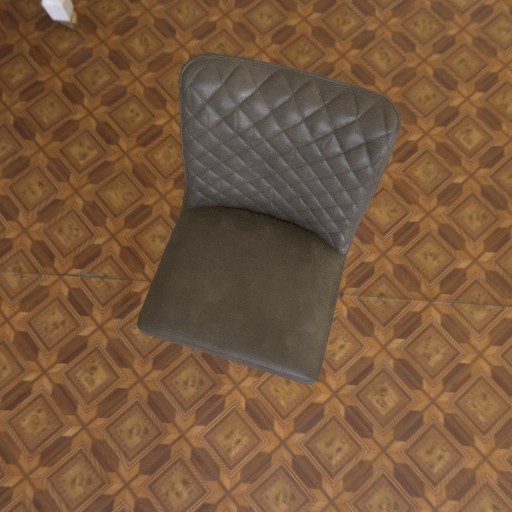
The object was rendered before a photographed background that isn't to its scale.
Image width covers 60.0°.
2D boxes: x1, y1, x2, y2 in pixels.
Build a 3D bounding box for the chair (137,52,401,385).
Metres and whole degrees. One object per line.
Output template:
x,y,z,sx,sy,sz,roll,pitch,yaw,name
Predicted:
0.000,0.000,1.238,0.508,0.889,0.587,16,77,4,chair
